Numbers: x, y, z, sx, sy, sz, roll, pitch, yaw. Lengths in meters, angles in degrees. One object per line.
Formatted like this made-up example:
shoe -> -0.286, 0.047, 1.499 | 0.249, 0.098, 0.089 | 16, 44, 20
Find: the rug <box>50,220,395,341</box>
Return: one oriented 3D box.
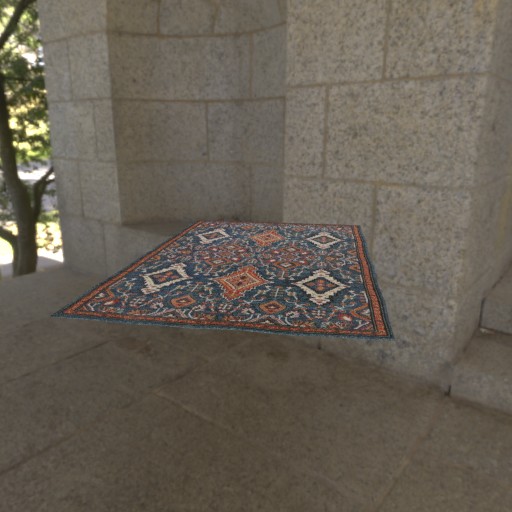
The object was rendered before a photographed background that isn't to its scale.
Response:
rug -> 0.000, 0.000, 4.290 | 2.190, 0.008, 3.371 | 3, 16, 9
